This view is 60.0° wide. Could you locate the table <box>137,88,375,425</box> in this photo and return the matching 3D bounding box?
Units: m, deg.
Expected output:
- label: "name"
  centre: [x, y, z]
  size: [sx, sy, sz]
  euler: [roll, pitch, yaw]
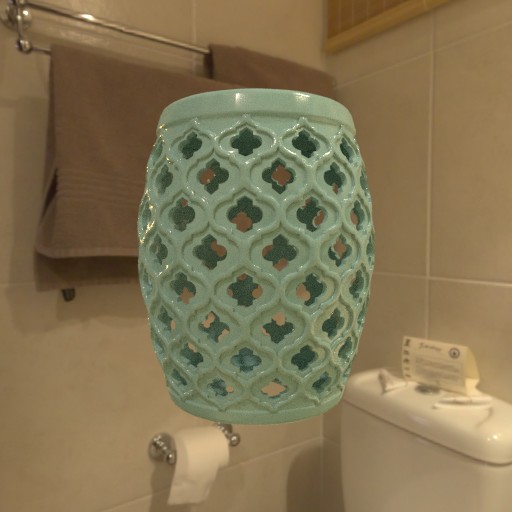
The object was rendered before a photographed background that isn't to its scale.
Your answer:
- label: "table"
  centre: [0.000, 0.000, 0.628]
  size: [0.325, 0.388, 0.325]
  euler: [0, 3, 0]
